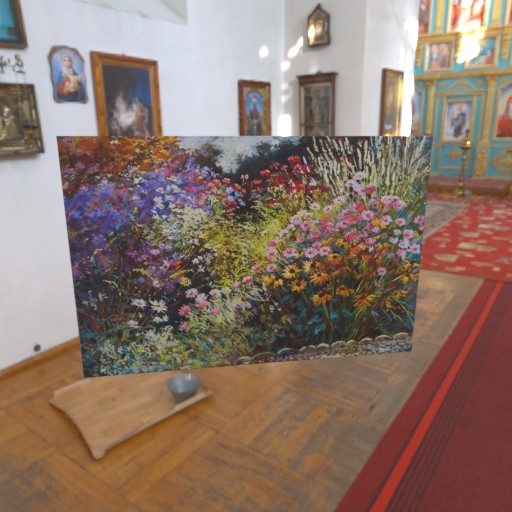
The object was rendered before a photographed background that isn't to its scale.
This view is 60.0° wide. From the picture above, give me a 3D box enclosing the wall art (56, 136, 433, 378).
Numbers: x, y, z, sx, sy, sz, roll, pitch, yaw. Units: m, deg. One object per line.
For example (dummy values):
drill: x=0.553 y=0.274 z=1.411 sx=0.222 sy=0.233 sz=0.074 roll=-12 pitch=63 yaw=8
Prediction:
wall art: x=0.000 y=0.000 z=1.155 sx=0.908 sy=0.604 sz=0.037 roll=-2 pitch=15 yaw=-9
